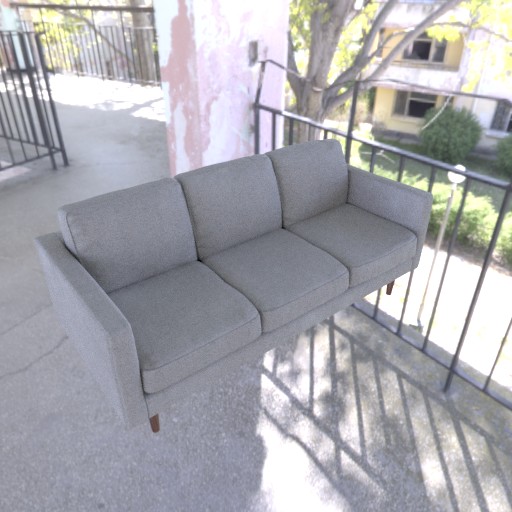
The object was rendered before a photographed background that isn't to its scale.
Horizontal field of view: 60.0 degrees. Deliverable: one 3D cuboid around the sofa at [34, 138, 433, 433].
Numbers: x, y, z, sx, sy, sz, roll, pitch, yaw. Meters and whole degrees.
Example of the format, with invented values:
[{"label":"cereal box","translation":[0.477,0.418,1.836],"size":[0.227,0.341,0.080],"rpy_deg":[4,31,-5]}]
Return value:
[{"label":"sofa","translation":[0.000,0.000,2.464],"size":[1.983,0.918,0.944],"rpy_deg":[-22,38,-32]}]
